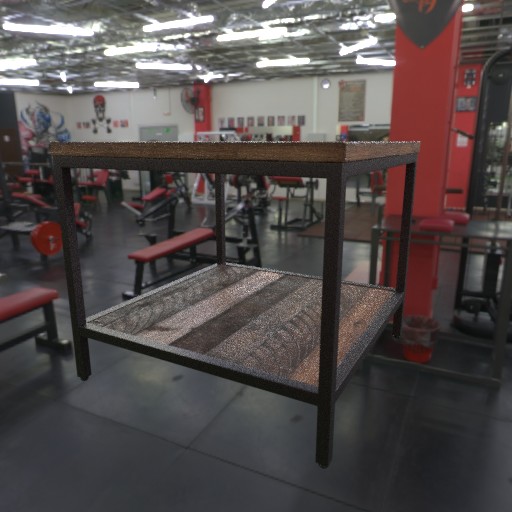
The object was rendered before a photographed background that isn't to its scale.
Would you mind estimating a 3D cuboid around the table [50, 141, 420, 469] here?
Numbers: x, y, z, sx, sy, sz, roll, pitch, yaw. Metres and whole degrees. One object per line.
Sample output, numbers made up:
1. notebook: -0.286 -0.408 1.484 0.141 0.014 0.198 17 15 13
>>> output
1. table: 0.000 0.000 0.965 0.553 0.482 0.548 8 17 28
